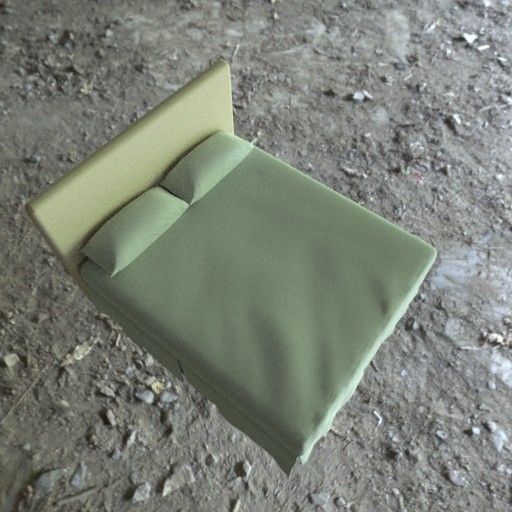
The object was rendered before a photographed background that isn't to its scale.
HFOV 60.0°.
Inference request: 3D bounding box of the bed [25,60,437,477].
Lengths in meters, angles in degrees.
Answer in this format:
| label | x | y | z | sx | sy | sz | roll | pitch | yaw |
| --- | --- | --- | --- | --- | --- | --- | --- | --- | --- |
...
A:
| label | x | y | z | sx | sy | sz | roll | pitch | yaw |
| --- | --- | --- | --- | --- | --- | --- | --- | --- | --- |
| bed | 0.000 | 0.000 | 3.189 | 2.142 | 1.330 | 1.884 | 34 | 64 | 19 |
